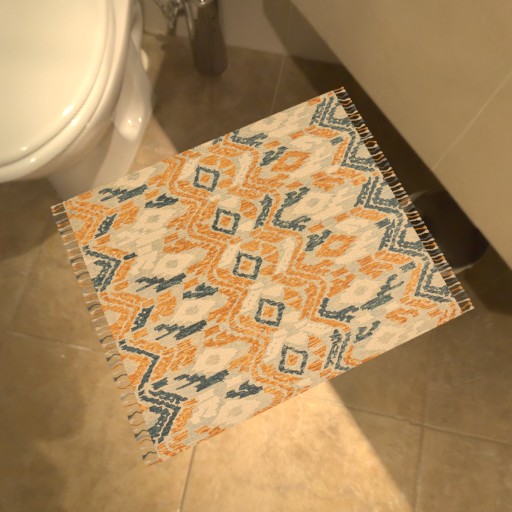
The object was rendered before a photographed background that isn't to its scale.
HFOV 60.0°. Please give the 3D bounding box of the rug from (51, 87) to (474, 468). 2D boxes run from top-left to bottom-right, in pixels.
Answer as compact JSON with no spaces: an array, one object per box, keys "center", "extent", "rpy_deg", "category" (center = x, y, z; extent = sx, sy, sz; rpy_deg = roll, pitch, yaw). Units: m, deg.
[{"center":[0.000,0.000,3.955],"extent":[3.048,0.010,2.439],"rpy_deg":[-24,76,-6],"category":"rug"}]
